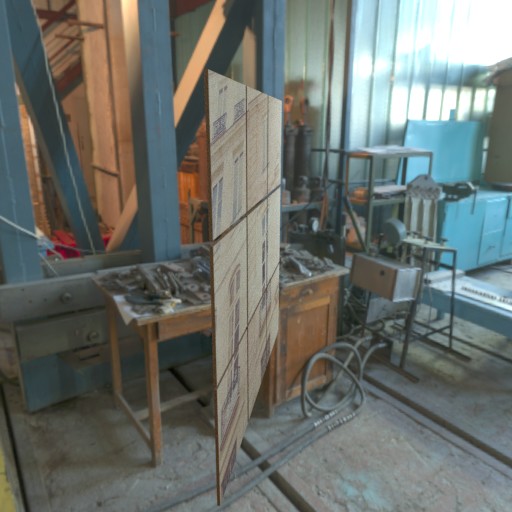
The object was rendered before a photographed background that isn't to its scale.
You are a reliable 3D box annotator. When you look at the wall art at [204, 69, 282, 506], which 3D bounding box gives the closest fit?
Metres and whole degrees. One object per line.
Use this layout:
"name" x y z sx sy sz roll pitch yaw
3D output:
"wall art" 0.000 0.000 2.175 0.023 1.522 1.526 3 16 11
